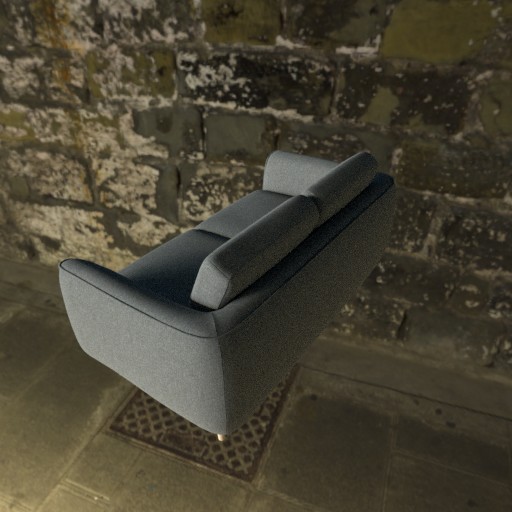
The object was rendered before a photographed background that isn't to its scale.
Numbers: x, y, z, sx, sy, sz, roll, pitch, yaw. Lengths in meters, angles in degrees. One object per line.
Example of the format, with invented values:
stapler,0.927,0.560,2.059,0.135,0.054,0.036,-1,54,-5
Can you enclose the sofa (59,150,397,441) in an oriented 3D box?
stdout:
sofa,0.000,0.000,2.259,0.920,0.870,1.700,21,38,29
